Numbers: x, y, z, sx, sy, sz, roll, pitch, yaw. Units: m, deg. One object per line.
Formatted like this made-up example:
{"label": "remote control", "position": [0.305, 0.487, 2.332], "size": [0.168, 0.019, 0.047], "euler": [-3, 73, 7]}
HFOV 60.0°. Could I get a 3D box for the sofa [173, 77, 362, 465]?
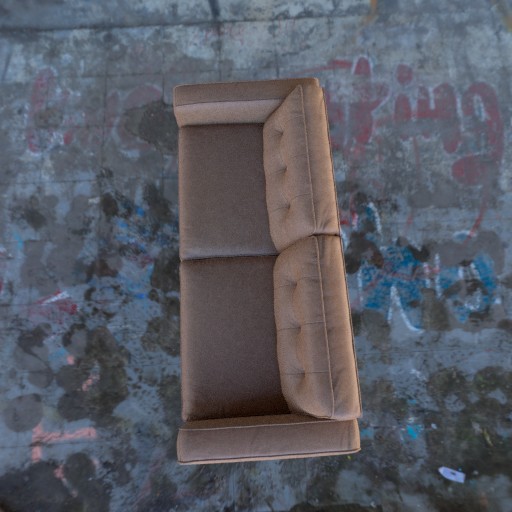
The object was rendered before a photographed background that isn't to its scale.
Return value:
{"label": "sofa", "position": [0.000, 0.000, 2.714], "size": [0.953, 0.780, 2.270], "euler": [-3, 74, -1]}
